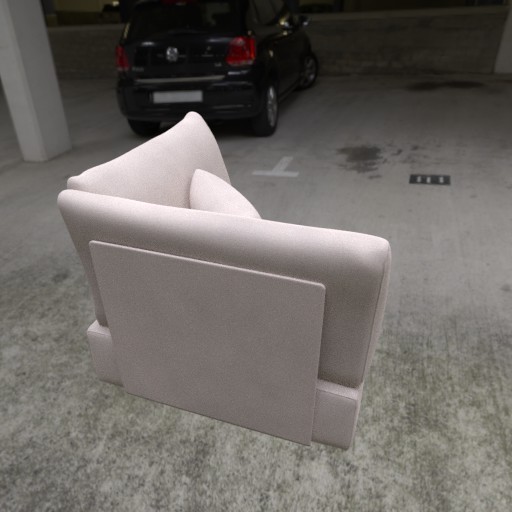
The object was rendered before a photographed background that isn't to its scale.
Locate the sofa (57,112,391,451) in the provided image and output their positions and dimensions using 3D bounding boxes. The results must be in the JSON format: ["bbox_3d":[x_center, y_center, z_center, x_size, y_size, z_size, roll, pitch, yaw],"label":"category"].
[{"bbox_3d":[0.000,0.000,1.734,1.000,0.820,1.000,10,33,16],"label":"sofa"}]
